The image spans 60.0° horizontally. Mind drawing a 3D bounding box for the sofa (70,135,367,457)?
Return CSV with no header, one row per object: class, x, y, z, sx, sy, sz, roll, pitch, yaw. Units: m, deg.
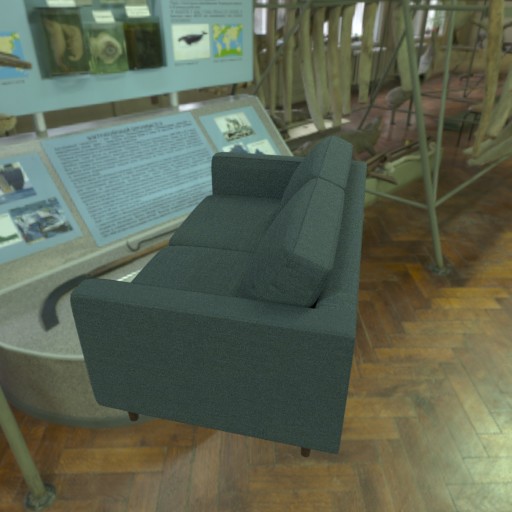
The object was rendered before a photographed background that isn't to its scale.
sofa,0.000,0.000,2.229,0.999,0.907,1.659,7,31,12
